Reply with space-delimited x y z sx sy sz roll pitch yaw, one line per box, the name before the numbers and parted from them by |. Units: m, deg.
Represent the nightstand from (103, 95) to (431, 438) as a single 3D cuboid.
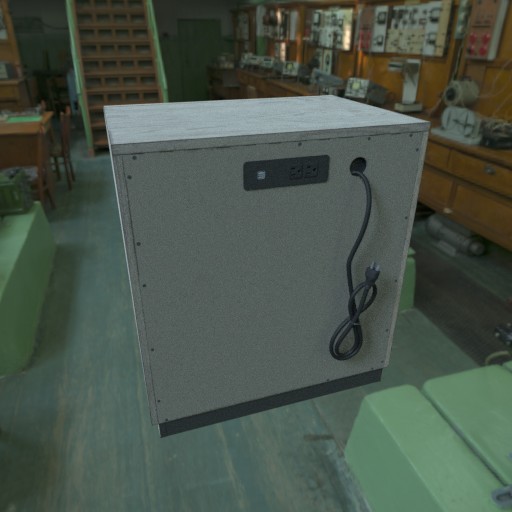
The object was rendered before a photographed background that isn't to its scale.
nightstand | 0.000 0.000 1.097 0.612 0.673 0.483 -9 28 -16
